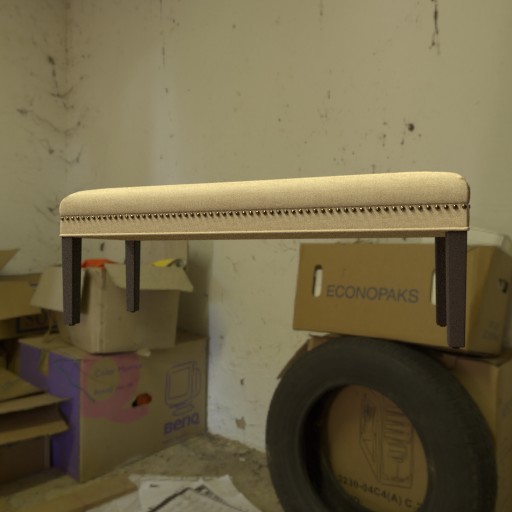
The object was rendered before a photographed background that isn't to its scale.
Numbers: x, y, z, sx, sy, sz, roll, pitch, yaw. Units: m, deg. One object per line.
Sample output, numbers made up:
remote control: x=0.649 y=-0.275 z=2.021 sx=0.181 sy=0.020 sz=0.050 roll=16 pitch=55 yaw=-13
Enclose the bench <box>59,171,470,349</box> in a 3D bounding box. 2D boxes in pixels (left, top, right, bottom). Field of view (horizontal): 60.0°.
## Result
bench: x=0.000 y=0.000 z=1.448 sx=1.219 sy=0.457 sz=0.410 roll=0 pitch=0 yaw=18
